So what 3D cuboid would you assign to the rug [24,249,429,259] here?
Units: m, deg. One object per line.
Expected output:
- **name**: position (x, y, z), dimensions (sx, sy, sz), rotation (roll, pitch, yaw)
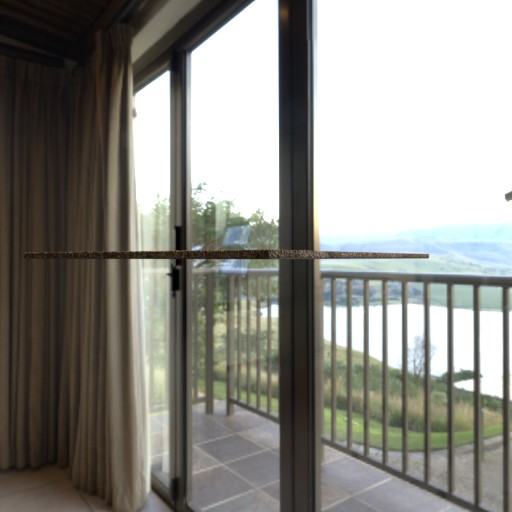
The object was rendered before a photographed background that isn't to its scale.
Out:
- **rug**: position (0.000, 0.000, 2.114), dimensions (1.198, 0.025, 1.601), rotation (0, 0, 35)
